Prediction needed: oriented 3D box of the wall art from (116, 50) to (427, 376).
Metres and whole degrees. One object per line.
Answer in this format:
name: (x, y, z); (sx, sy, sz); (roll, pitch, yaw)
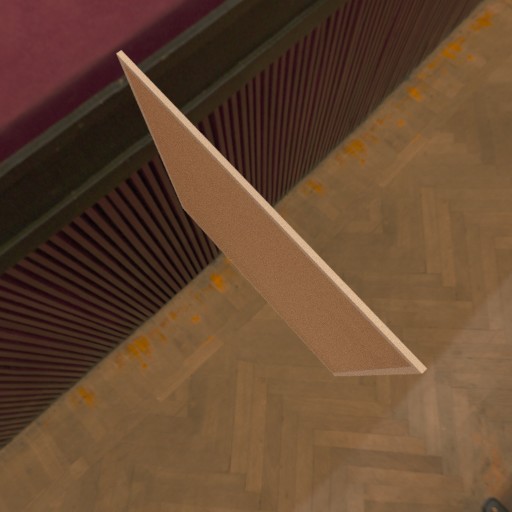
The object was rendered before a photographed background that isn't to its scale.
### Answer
wall art: (0.000, 0.000, 1.177); (0.012, 0.809, 0.809); (-41, 78, -10)
